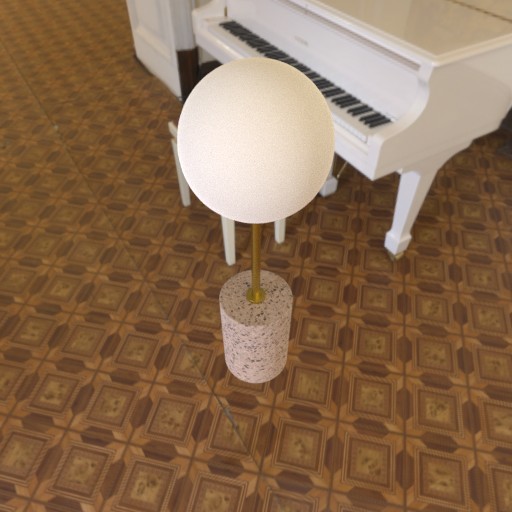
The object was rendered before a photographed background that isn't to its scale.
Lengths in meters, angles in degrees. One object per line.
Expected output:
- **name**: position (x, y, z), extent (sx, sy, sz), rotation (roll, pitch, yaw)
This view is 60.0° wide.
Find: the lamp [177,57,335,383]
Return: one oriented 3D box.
- **lamp**: position (0.000, 0.000, 0.556), extent (0.153, 0.480, 0.153), rotation (0, 47, 0)
